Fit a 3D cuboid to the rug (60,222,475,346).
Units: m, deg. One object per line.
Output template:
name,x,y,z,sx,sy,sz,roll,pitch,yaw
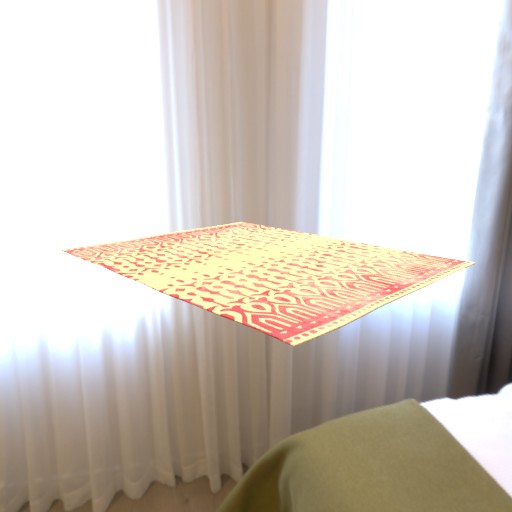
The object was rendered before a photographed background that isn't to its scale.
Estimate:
rug,0.000,0.000,4.148,2.441,0.016,3.095,-13,19,-43
